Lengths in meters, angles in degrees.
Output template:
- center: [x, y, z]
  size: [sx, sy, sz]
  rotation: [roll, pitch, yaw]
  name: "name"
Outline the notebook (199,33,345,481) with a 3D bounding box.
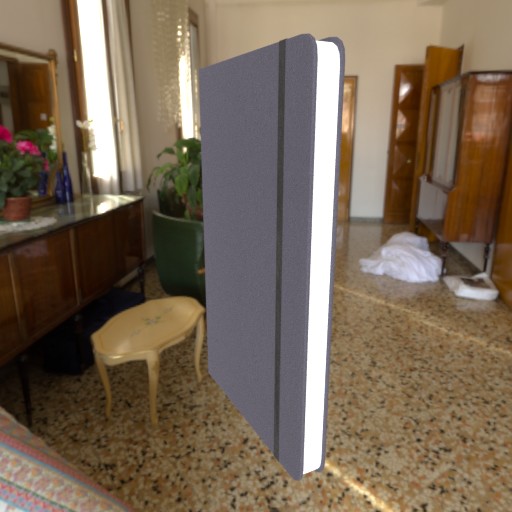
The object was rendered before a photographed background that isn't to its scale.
- center: [0.000, 0.000, 0.254]
  size: [0.016, 0.213, 0.127]
  rotation: [-8, 18, -26]
  name: "notebook"
